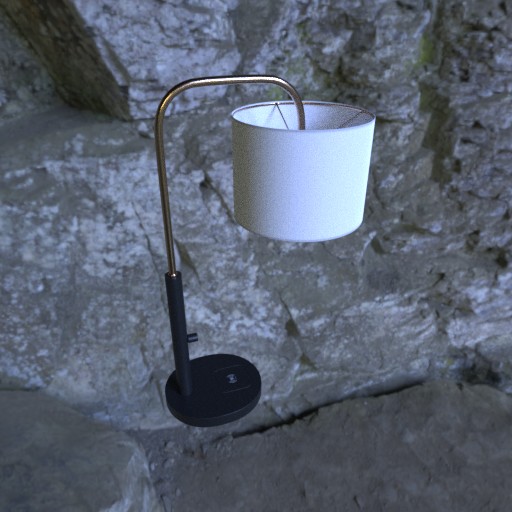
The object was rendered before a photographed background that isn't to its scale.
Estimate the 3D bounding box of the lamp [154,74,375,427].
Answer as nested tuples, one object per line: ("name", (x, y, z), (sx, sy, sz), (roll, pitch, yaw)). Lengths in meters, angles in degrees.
("lamp", (0.000, 0.000, 0.706), (0.337, 0.540, 0.199), (-10, 30, -17))
